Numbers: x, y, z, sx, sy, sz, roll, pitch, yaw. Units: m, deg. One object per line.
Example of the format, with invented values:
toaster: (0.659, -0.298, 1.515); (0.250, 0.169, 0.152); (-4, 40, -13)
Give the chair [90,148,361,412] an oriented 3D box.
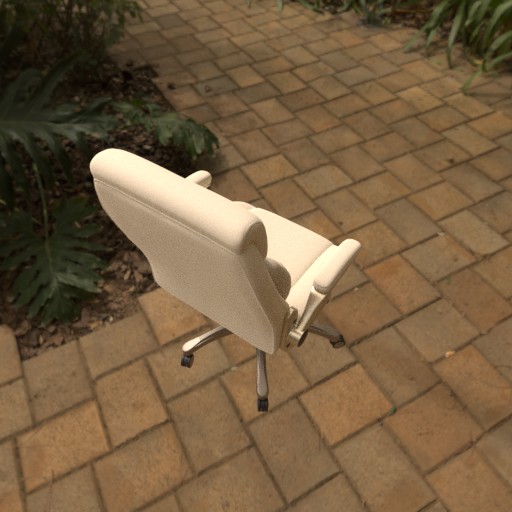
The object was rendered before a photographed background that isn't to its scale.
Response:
chair: (0.000, 0.000, 1.644); (0.740, 1.110, 0.794); (25, 52, 21)
